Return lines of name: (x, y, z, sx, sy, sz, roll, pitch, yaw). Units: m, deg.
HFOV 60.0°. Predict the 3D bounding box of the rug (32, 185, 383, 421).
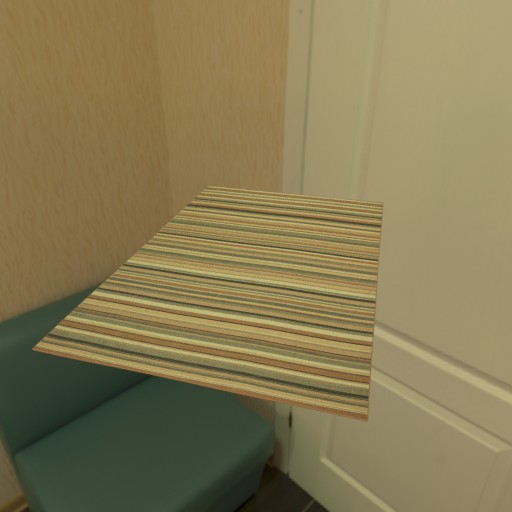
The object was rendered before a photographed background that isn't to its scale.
rug: (0.000, 0.000, 2.266, 1.219, 0.008, 1.829, 8, 30, 14)
